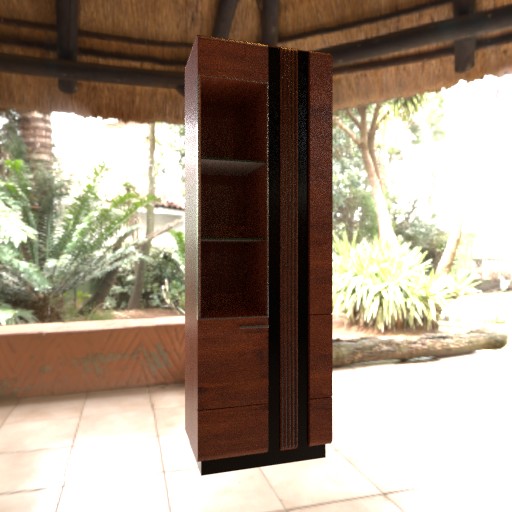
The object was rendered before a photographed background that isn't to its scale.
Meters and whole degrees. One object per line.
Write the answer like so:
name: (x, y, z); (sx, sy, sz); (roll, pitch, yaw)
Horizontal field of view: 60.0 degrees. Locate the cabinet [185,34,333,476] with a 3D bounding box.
cabinet: (0.000, 0.000, 2.246); (0.660, 1.980, 0.420); (0, 0, -17)
